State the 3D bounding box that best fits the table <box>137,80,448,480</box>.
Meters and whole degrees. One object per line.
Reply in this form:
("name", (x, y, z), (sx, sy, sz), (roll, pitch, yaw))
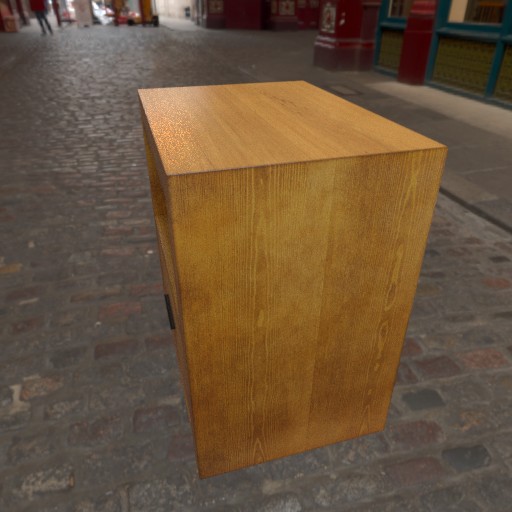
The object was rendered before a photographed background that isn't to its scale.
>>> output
("table", (0.000, 0.000, 0.953), (0.400, 0.605, 0.550), (-9, 32, -14))
